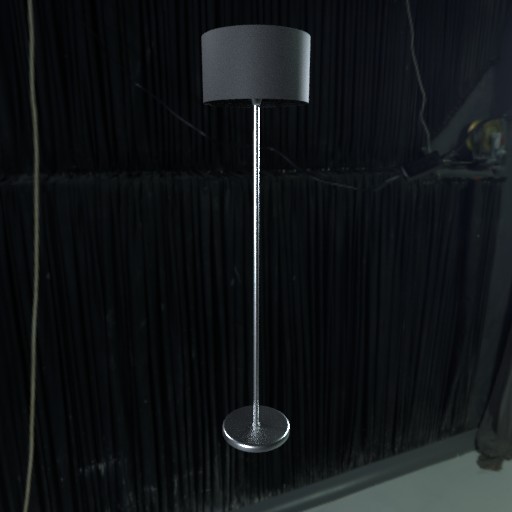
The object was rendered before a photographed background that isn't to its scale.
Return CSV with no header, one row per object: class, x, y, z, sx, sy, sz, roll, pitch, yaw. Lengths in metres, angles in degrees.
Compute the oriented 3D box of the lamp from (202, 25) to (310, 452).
lamp,0.000,0.000,1.605,0.348,1.443,0.348,-7,16,-25
